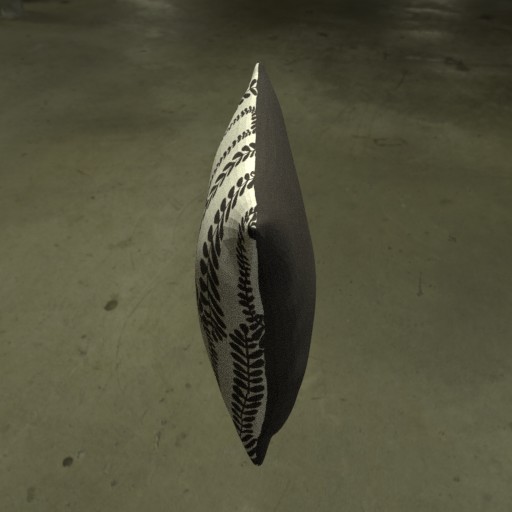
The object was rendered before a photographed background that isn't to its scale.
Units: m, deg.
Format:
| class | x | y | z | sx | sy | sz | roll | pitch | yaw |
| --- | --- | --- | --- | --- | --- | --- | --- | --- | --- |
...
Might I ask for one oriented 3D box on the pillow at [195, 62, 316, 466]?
| class | x | y | z | sx | sy | sz | roll | pitch | yaw |
| --- | --- | --- | --- | --- | --- | --- | --- | --- | --- |
| pillow | 0.000 | 0.000 | 0.668 | 0.182 | 0.441 | 0.440 | 1 | 40 | 1 |
